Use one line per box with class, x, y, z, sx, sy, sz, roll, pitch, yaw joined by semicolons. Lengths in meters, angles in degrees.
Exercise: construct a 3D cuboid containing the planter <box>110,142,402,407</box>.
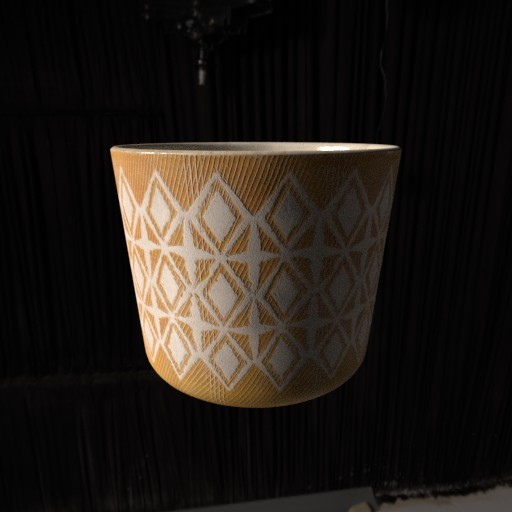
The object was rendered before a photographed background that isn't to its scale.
planter;0.000;0.000;0.216;0.126;0.104;0.126;0;16;0
